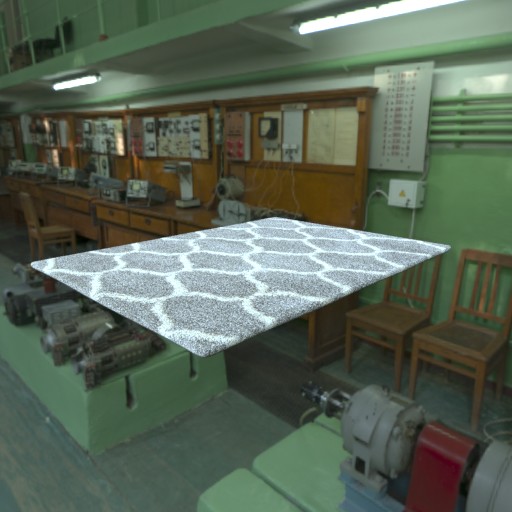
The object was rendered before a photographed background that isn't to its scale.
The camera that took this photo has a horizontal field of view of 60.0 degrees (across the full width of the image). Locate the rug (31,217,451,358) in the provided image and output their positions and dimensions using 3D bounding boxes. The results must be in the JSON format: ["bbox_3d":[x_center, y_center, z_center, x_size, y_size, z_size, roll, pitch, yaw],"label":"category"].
[{"bbox_3d":[0.000,0.000,2.083,1.200,0.025,1.600,14,21,43],"label":"rug"}]
